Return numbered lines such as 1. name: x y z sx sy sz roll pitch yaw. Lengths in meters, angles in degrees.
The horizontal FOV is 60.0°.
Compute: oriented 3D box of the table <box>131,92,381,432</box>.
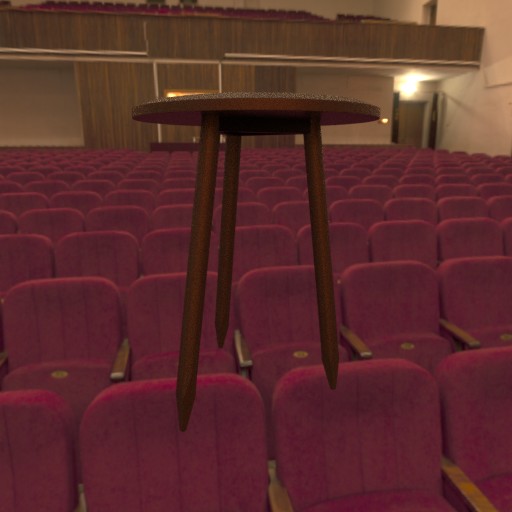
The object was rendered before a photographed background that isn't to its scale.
1. table: 0.000 0.000 0.909 0.457 0.585 0.457 0 13 0
